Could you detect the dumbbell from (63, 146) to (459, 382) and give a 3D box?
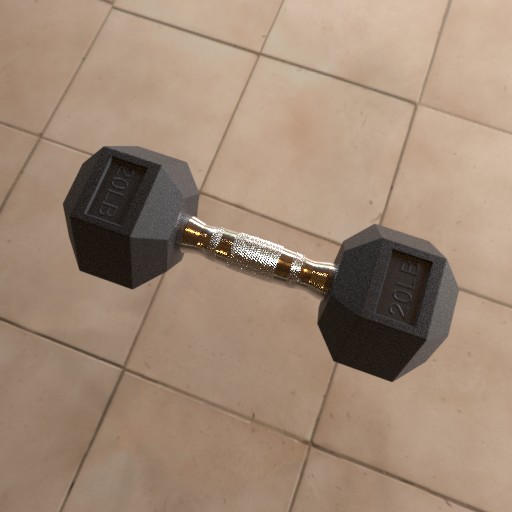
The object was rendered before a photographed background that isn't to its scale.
[{"bbox_3d":[0.000,0.000,0.356,0.297,0.101,0.116,19,76,5],"label":"dumbbell"}]
